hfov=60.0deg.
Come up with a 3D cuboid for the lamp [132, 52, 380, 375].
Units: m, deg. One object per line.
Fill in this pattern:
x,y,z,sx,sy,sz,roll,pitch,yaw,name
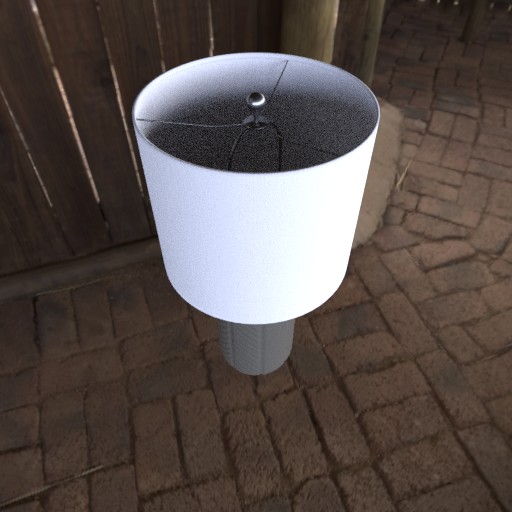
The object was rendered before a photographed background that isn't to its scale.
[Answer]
0.000,0.000,0.505,0.203,0.389,0.203,-33,54,-27,lamp
